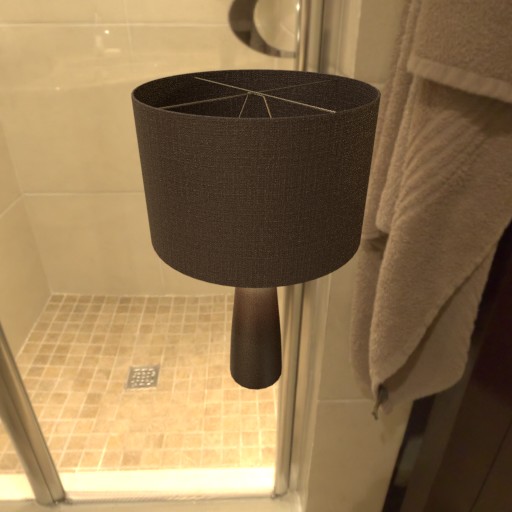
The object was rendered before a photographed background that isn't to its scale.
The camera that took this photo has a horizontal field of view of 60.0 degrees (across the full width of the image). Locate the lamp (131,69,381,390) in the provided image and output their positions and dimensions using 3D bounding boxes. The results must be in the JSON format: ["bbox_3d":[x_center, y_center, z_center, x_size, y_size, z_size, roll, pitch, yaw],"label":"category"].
[{"bbox_3d":[0.000,0.000,0.678,0.303,0.488,0.303,0,31,0],"label":"lamp"}]
